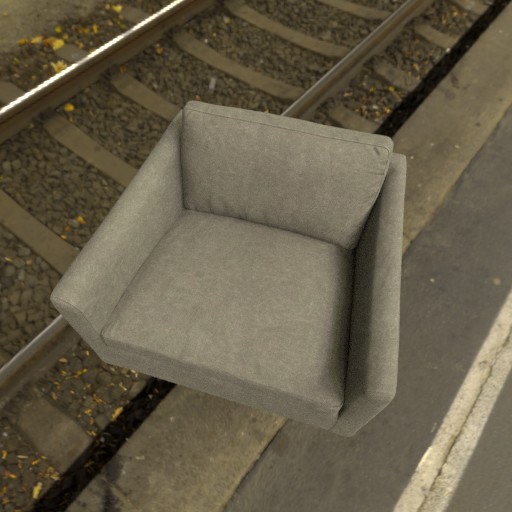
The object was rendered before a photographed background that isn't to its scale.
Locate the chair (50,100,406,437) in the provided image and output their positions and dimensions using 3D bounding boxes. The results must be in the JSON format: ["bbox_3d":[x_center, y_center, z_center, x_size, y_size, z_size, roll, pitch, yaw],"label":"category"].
[{"bbox_3d":[0.000,0.000,1.901,1.190,0.845,1.091,14,59,9],"label":"chair"}]
